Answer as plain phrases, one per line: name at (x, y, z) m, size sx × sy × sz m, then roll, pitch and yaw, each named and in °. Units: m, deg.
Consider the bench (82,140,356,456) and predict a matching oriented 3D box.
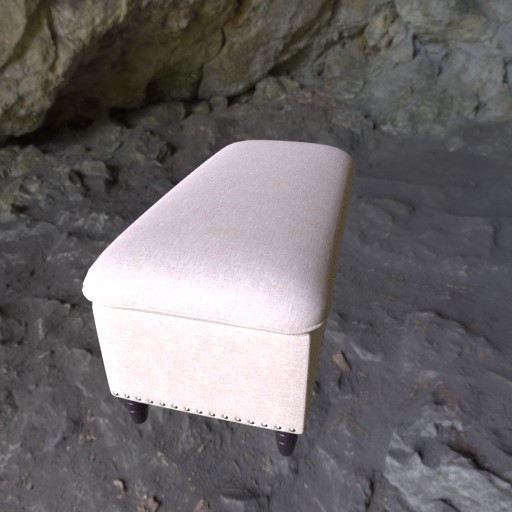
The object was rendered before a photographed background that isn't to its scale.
bench at (0.000, 0.000, 1.264) m, size 0.483 × 0.483 × 0.991 m, roll 7°, pitch 30°, yaw 12°
